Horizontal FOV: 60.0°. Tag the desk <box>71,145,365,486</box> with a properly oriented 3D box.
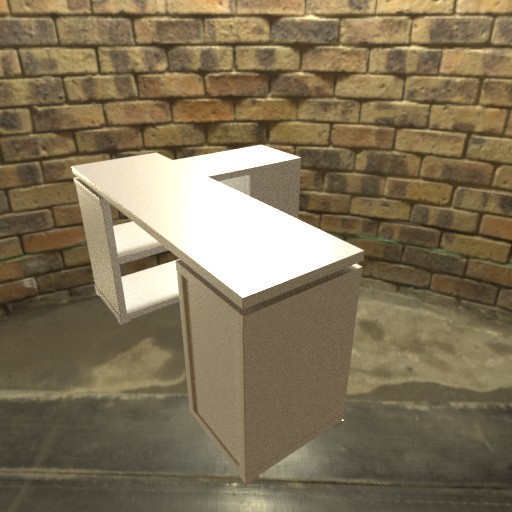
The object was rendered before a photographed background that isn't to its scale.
[{"bbox_3d":[0.000,0.000,2.181,1.200,0.753,1.524,-19,33,-32],"label":"desk"}]
